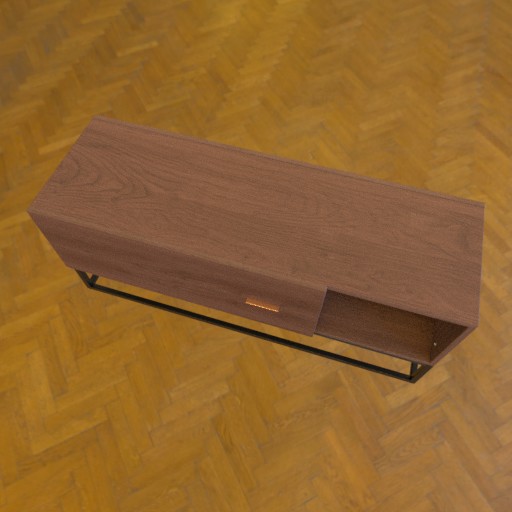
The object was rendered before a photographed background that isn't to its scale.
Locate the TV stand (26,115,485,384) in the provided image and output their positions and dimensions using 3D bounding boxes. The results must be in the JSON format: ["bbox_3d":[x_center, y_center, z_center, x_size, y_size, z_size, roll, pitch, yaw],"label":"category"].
[{"bbox_3d":[0.000,0.000,1.430,1.200,0.500,0.415,15,60,9],"label":"TV stand"}]
